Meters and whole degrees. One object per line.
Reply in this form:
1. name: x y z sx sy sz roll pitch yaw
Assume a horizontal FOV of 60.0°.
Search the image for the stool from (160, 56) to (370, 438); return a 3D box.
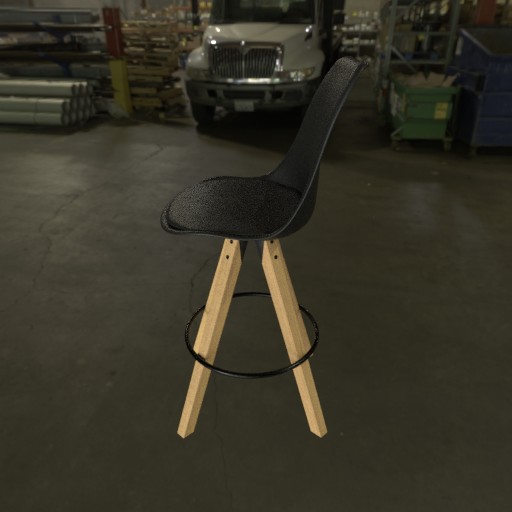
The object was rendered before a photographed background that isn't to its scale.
1. stool: 0.000 0.000 1.369 0.550 1.115 0.485 0 28 0
